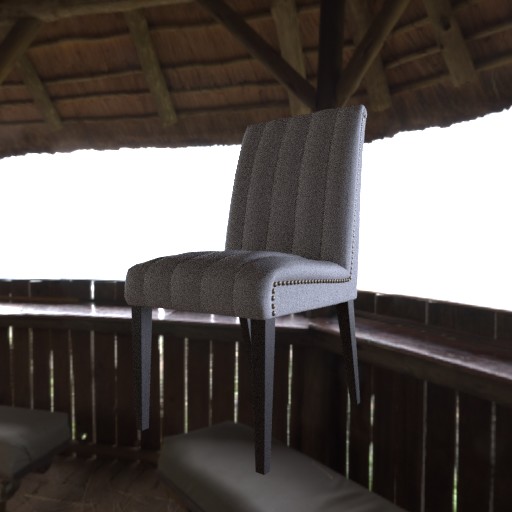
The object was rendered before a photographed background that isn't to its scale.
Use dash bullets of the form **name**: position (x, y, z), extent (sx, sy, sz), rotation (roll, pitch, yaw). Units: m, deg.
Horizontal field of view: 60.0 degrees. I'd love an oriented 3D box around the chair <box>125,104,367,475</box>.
- **chair**: position (0.000, 0.000, 1.388), extent (0.511, 1.016, 0.647), rotation (1, 1, 36)
